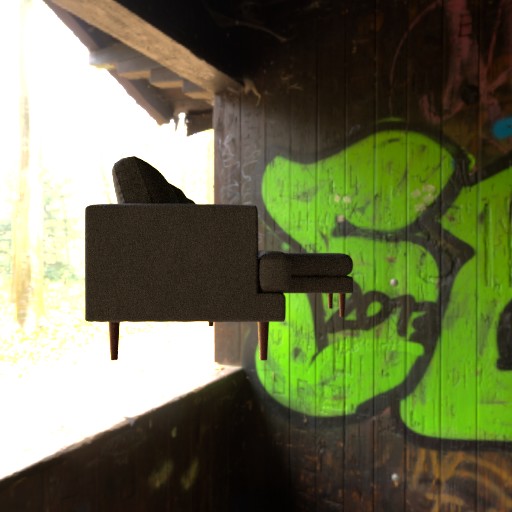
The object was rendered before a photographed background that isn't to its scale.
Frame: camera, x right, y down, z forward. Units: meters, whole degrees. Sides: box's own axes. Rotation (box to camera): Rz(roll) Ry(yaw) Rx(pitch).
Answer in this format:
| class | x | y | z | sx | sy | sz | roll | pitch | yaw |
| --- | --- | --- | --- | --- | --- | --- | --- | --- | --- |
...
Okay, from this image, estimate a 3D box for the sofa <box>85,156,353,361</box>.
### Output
| class | x | y | z | sx | sy | sz | roll | pitch | yaw |
| --- | --- | --- | --- | --- | --- | --- | --- | --- | --- |
| sofa | 0.000 | 0.000 | 3.018 | 1.504 | 0.956 | 2.233 | 0 | 0 | -1 |
